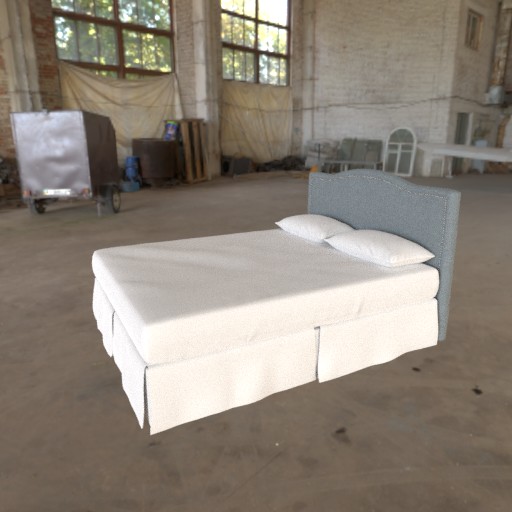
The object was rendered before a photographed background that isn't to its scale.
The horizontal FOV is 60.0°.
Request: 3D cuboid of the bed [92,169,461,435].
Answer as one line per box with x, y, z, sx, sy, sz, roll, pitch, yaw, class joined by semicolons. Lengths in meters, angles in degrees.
0.000;0.000;4.017;2.689;1.457;2.161;-8;17;-27;bed
